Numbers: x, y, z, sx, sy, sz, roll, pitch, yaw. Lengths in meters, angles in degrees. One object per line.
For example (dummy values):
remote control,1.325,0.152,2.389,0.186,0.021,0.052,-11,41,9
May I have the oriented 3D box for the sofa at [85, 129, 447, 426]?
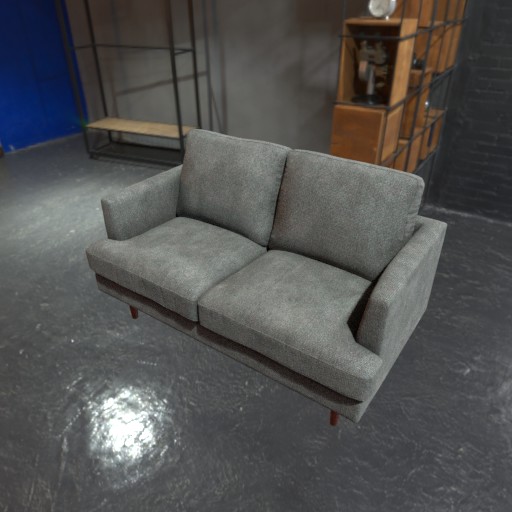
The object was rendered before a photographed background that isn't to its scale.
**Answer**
sofa,0.000,0.000,2.212,1.582,0.956,0.903,20,37,29
